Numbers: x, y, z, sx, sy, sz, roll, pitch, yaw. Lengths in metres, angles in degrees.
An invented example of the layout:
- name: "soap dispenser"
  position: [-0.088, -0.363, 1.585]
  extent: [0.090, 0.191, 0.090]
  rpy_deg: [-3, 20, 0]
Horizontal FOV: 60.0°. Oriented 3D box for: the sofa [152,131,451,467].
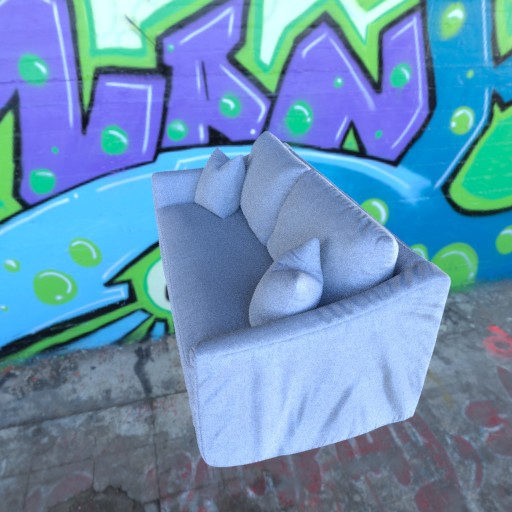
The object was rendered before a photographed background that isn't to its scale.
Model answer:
- name: "sofa"
  position: [0.000, 0.000, 2.613]
  extent: [1.072, 1.018, 2.010]
  rpy_deg: [-8, 31, -14]
